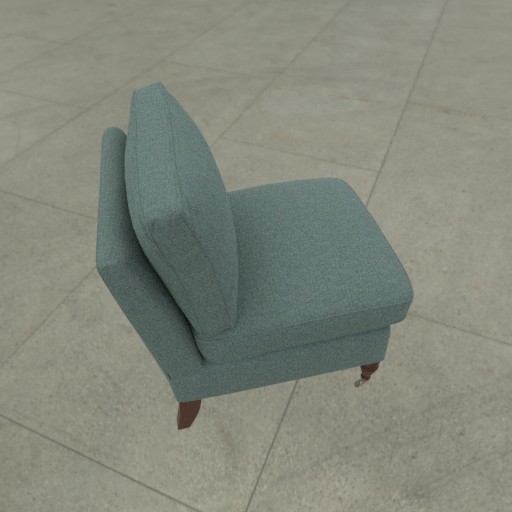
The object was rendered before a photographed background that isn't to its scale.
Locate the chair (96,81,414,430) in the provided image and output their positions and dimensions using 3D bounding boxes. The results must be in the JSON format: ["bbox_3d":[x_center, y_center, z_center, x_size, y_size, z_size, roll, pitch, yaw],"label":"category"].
[{"bbox_3d":[0.000,0.000,1.378,0.796,0.901,0.624,-9,45,-9],"label":"chair"}]
